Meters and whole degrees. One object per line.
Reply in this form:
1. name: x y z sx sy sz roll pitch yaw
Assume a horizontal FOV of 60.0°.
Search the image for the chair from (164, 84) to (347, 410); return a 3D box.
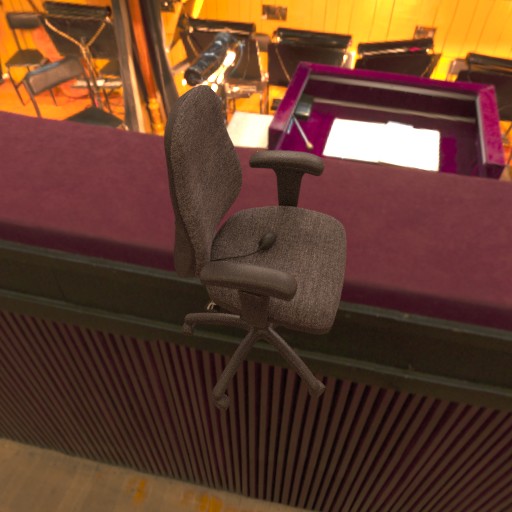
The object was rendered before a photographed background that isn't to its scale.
1. chair: 0.000 0.000 1.259 0.530 0.910 0.550 10 47 9
